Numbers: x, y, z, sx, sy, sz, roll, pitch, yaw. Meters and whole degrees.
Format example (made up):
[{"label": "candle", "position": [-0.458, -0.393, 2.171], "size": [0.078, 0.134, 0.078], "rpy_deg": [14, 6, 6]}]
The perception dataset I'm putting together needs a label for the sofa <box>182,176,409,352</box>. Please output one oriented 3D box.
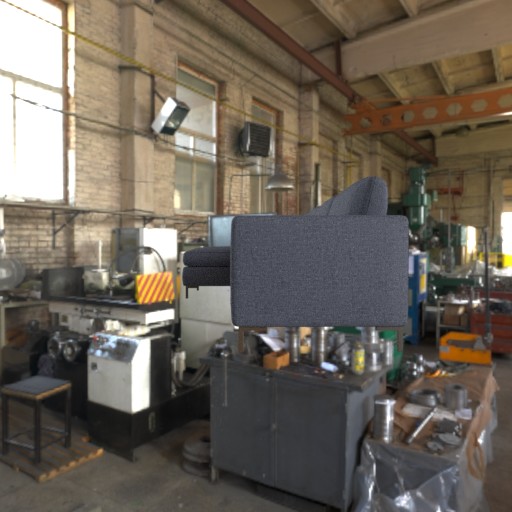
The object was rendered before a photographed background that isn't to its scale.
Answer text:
[{"label": "sofa", "position": [0.000, 0.000, 2.834], "size": [1.125, 0.673, 2.445], "rpy_deg": [0, 1, 0]}]
